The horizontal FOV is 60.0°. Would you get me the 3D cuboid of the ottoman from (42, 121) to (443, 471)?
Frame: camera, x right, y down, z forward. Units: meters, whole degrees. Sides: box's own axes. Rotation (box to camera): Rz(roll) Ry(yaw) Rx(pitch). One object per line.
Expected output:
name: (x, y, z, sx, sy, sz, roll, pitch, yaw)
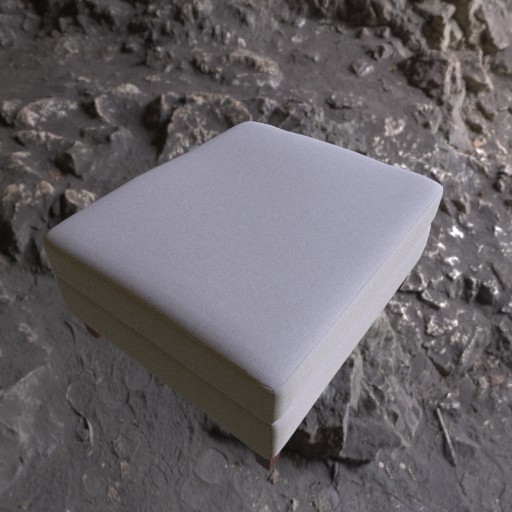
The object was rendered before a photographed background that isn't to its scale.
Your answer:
ottoman: (0.000, 0.000, 1.458, 0.836, 0.492, 0.976, 27, 48, 27)
